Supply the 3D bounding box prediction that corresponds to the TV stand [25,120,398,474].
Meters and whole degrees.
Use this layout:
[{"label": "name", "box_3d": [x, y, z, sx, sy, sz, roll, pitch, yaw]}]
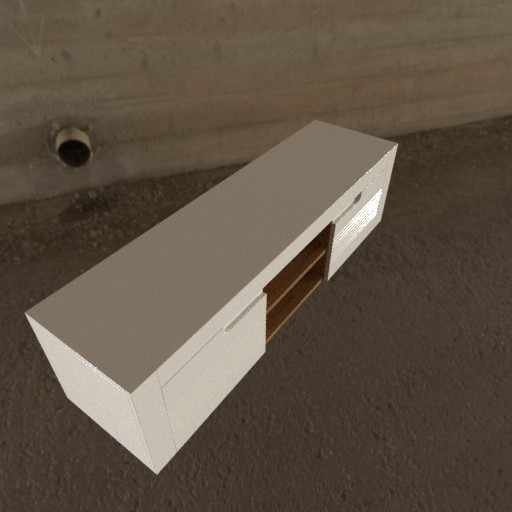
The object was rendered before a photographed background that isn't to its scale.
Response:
[{"label": "TV stand", "box_3d": [0.000, 0.000, 1.676, 0.410, 0.440, 1.500, 26, 47, 27]}]
